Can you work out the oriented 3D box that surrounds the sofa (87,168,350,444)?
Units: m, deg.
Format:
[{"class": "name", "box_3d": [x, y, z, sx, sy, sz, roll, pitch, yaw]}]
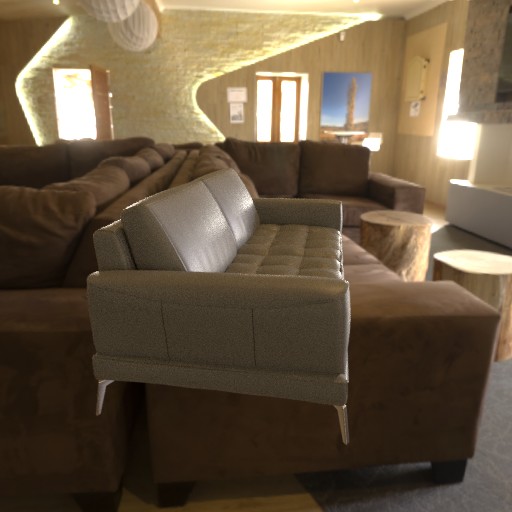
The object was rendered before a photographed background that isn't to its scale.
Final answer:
[{"class": "sofa", "box_3d": [0.000, 0.000, 2.743, 1.121, 0.930, 2.177, 3, 17, 9]}]
